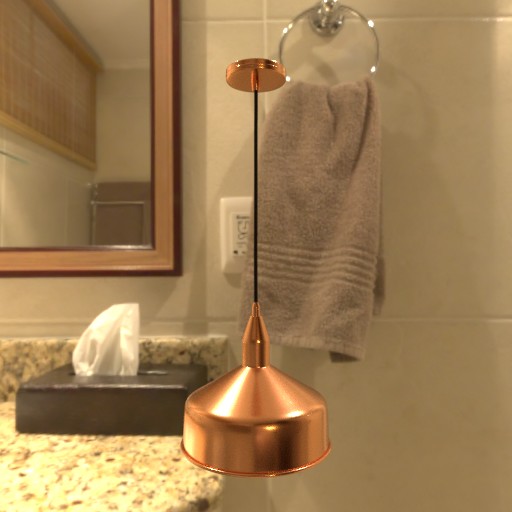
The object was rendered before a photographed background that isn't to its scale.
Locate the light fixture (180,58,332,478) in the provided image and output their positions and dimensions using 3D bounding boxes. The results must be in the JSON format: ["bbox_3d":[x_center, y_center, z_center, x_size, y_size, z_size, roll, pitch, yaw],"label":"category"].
[{"bbox_3d":[0.000,0.000,0.901,0.301,0.754,0.301,1,-1,-37],"label":"light fixture"}]
